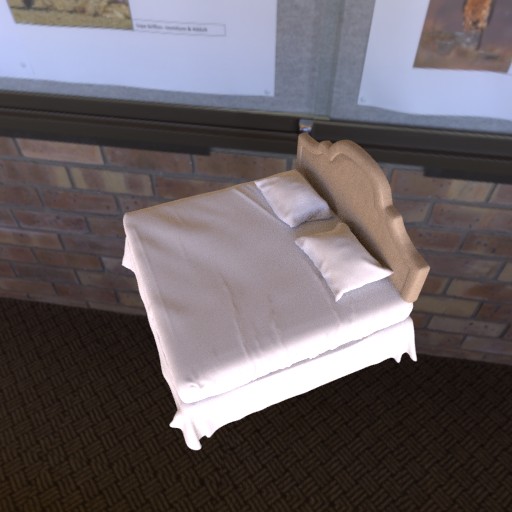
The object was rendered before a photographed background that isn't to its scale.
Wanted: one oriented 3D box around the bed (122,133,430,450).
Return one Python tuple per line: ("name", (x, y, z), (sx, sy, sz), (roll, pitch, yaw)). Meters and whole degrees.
("bed", (0.000, 0.000, 3.877), (2.222, 1.631, 2.303), (-17, 49, -16))
